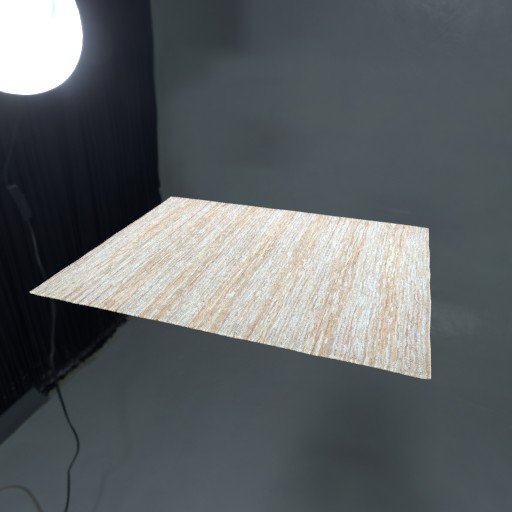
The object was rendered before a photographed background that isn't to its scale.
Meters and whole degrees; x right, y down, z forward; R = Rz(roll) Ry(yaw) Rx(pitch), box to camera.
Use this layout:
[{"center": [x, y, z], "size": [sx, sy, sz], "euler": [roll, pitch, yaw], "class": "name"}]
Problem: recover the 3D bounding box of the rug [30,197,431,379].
[{"center": [0.000, 0.000, 3.953], "size": [2.939, 0.009, 2.313], "euler": [9, 29, 17], "class": "rug"}]
